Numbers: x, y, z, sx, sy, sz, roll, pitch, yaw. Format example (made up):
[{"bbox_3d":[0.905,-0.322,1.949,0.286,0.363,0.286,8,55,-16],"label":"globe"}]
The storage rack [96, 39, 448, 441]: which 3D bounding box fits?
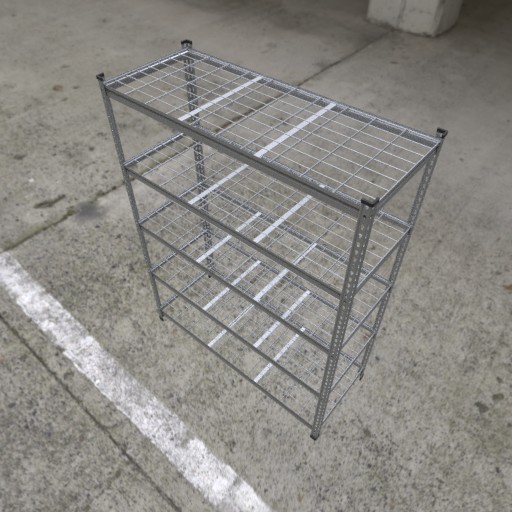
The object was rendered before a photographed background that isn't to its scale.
[{"bbox_3d":[0.000,0.000,2.677,1.524,1.981,0.610,31,53,27],"label":"storage rack"}]
